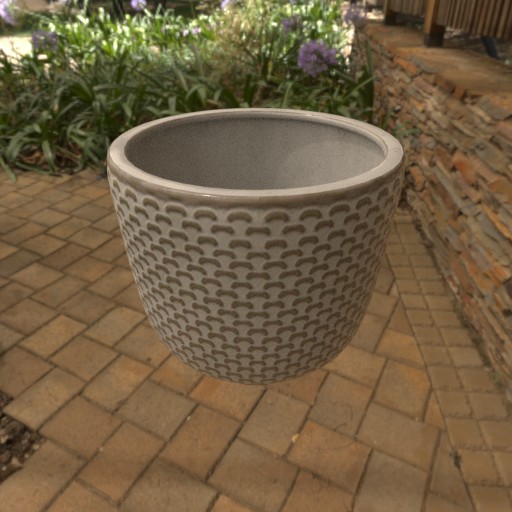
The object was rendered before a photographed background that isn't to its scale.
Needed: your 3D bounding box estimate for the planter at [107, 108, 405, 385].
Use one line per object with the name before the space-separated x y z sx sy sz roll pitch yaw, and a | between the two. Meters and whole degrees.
planter | 0.000 0.000 0.303 0.173 0.160 0.173 0 31 0
